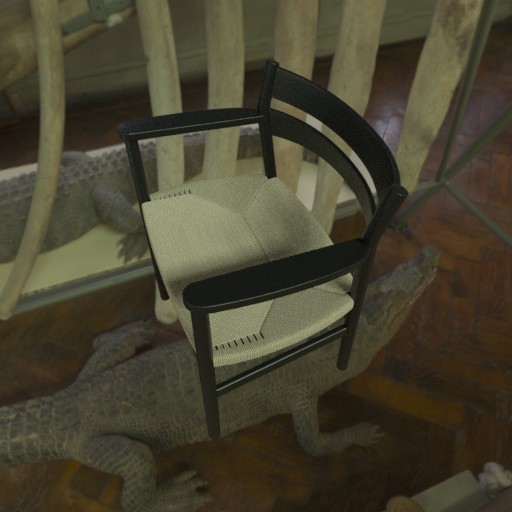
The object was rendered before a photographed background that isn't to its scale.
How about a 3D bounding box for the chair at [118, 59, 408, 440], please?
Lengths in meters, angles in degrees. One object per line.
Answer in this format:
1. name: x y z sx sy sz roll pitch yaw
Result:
1. chair: 0.000 0.000 1.186 0.508 0.775 0.630 -18 51 -15
